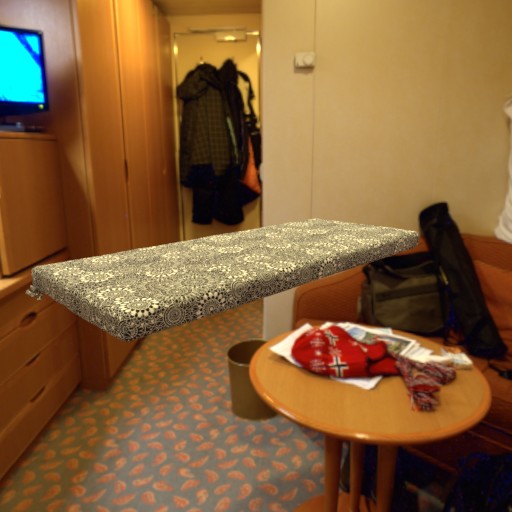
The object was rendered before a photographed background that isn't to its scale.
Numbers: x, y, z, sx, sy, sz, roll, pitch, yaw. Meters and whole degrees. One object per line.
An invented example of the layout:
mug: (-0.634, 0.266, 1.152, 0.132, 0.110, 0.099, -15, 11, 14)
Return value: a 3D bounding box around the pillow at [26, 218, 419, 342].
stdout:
pillow: (0.000, 0.000, 1.330, 0.492, 0.081, 1.187, 13, 19, 43)
